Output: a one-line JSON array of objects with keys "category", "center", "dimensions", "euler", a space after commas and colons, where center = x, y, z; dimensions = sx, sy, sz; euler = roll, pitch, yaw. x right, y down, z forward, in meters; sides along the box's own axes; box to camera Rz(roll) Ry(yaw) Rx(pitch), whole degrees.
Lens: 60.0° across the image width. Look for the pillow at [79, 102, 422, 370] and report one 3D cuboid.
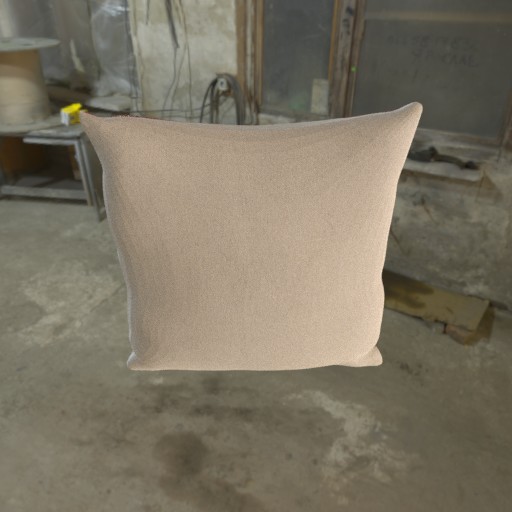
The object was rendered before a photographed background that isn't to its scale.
[{"category": "pillow", "center": [0.000, 0.000, 0.662], "dimensions": [0.440, 0.441, 0.182], "euler": [-1, 31, -2]}]
